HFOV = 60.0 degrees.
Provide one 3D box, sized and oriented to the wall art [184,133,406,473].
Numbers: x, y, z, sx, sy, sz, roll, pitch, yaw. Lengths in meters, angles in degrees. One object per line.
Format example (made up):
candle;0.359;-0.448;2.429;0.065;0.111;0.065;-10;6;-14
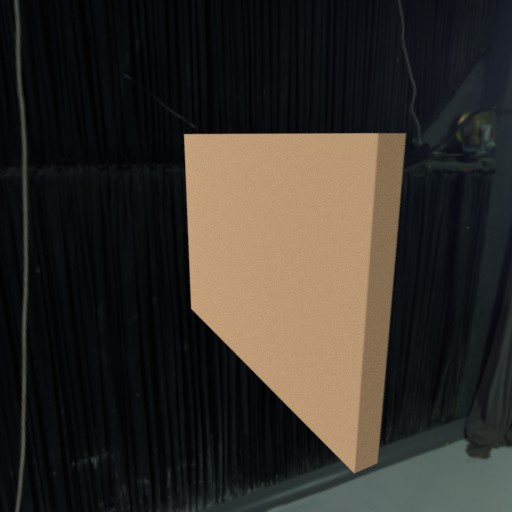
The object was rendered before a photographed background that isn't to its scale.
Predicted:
wall art;0.000;0.000;0.768;0.039;0.407;0.609;-8;17;-26
